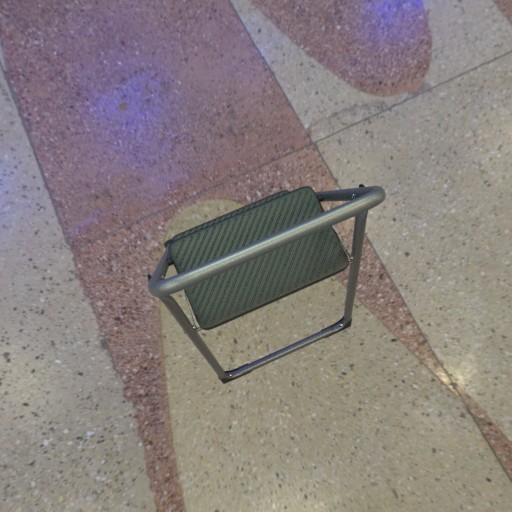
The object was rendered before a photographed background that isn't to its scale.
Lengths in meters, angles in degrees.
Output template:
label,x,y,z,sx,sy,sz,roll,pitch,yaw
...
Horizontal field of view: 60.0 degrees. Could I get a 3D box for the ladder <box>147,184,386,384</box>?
label,x,y,z,sx,sy,sz,roll,pitch,yaw
ladder,0.000,0.000,1.009,0.430,0.720,0.472,-23,78,-5
